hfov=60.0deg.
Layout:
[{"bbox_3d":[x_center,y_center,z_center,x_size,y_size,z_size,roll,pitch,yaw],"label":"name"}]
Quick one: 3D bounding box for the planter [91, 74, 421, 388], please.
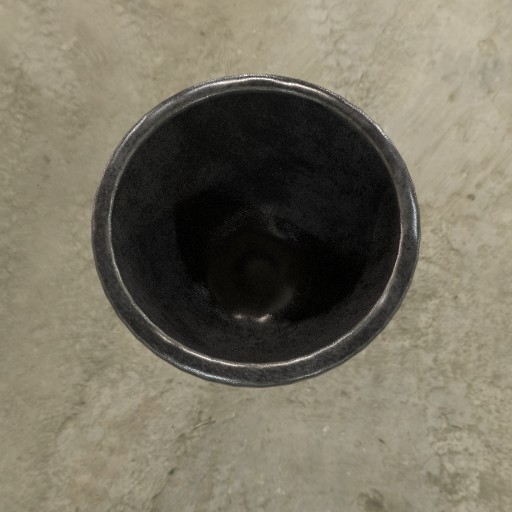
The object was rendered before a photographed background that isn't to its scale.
[{"bbox_3d":[0.000,0.000,0.352,0.197,0.191,0.197,0,75,0],"label":"planter"}]
